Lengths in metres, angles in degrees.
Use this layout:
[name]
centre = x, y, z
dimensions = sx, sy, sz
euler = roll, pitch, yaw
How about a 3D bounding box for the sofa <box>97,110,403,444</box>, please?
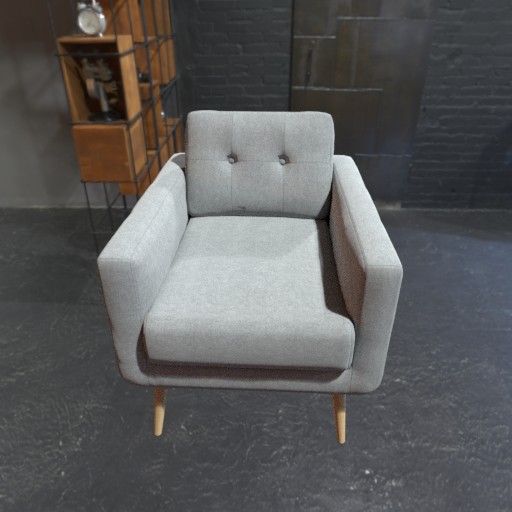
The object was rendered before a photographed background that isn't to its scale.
[sofa]
centre = 0.000, 0.000, 1.545
dimensions = 0.770, 0.860, 0.920
euler = 1, 30, 3
